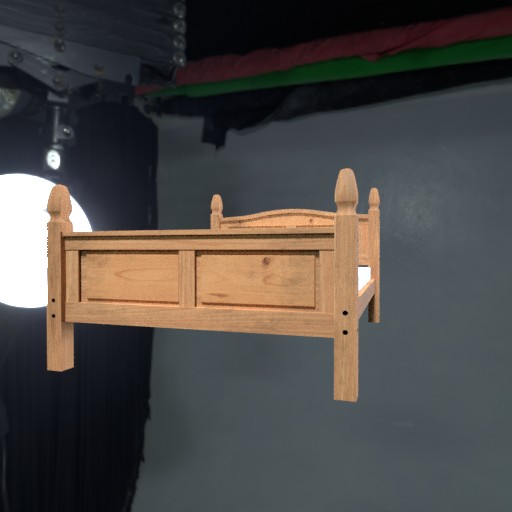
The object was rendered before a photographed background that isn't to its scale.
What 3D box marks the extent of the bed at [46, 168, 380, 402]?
[{"bbox_3d":[0.000,0.000,2.920,1.490,1.100,2.069,0,1,18],"label":"bed"}]
